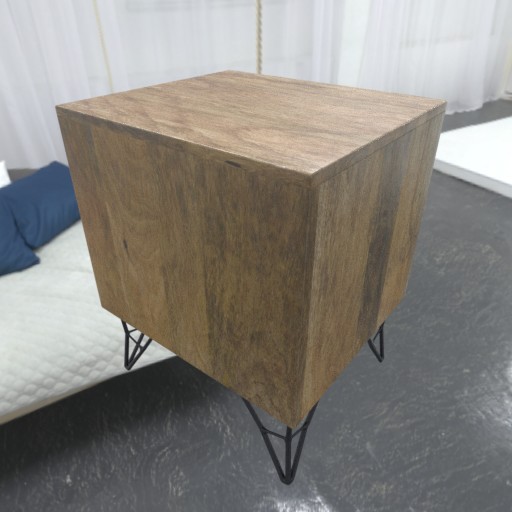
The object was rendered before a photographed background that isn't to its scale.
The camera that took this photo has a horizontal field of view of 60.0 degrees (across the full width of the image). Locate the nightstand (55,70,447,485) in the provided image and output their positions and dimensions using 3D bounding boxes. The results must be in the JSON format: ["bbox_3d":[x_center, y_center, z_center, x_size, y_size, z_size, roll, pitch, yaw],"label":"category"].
[{"bbox_3d":[0.000,0.000,0.832,0.457,0.559,0.406,22,38,32],"label":"nightstand"}]
